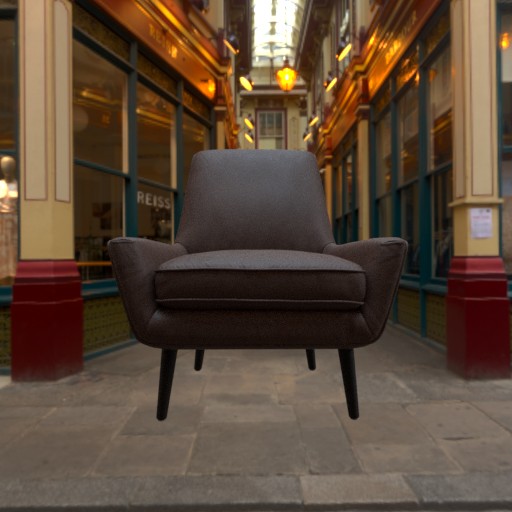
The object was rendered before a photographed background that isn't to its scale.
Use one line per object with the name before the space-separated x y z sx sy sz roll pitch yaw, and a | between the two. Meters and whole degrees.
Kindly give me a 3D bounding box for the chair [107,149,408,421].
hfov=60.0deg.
chair | 0.000 0.000 1.536 0.787 0.888 0.824 0 0 -1
